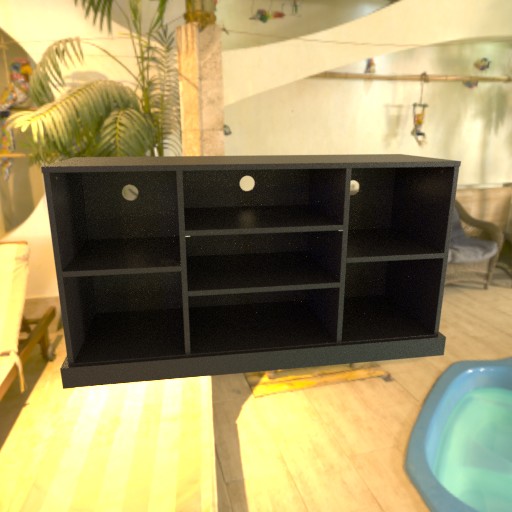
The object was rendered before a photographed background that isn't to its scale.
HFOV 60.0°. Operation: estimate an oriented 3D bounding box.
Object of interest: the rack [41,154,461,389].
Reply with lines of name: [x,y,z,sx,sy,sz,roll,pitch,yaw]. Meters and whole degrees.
rack: [0.000,0.000,1.486,1.206,0.635,0.399,-3,16,-9]
